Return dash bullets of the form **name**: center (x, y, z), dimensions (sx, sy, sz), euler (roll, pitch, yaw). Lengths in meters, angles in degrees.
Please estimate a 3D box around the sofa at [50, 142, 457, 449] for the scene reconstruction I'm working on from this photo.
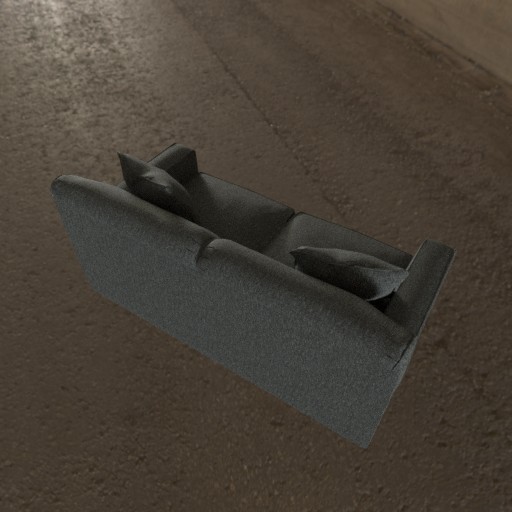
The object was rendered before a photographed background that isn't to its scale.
- **sofa**: center (0.000, 0.000, 2.424), dimensions (1.846, 0.958, 0.998), euler (25, 51, 22)
